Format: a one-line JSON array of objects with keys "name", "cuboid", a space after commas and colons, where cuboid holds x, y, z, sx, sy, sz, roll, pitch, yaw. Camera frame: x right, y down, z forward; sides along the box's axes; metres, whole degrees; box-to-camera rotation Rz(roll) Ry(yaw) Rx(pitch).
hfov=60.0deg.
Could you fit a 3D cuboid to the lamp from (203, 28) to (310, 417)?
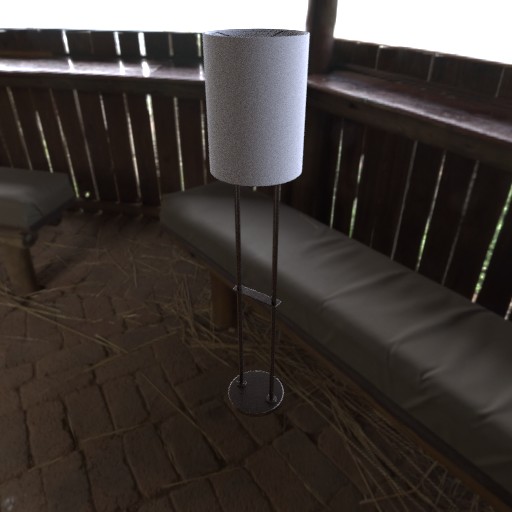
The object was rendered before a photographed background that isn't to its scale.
[{"name": "lamp", "cuboid": [0.000, 0.000, 1.660, 0.306, 1.500, 0.305, 20, 36, 29]}]
